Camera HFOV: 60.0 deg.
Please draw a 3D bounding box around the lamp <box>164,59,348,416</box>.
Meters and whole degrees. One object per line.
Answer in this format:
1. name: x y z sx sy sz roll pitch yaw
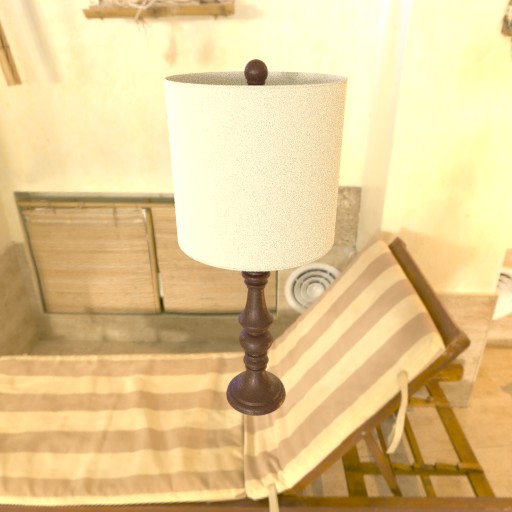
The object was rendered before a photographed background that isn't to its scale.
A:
1. lamp: 0.000 0.000 0.735 0.250 0.597 0.250 0 26 0
